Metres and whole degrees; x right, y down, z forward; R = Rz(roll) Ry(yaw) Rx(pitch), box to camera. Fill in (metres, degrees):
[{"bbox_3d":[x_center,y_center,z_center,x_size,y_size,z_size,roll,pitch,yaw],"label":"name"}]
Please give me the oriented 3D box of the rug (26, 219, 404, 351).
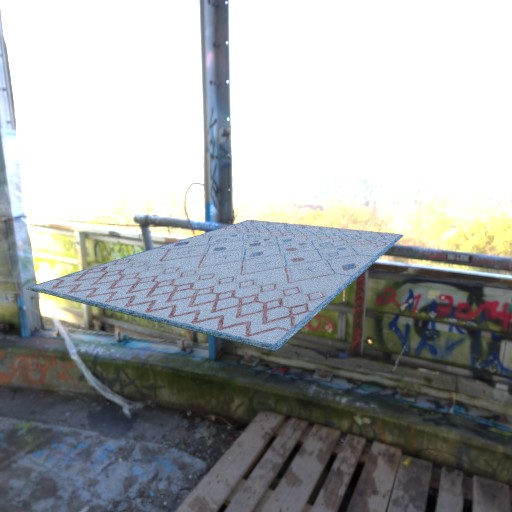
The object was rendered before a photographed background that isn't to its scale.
[{"bbox_3d":[0.000,0.000,3.091,1.524,0.015,2.438,8,17,28],"label":"rug"}]
